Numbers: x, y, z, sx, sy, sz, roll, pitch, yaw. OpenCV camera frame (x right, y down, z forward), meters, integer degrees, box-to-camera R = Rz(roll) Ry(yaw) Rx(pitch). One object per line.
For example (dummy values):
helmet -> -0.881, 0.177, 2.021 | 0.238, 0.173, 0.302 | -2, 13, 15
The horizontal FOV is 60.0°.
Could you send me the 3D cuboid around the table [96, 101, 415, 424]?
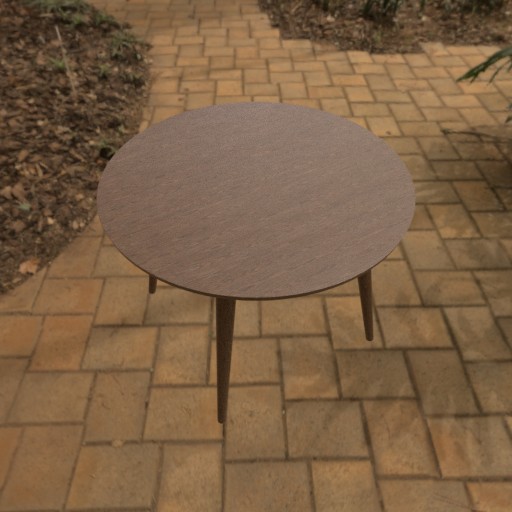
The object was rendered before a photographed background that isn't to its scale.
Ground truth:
table -> 0.000, 0.000, 1.791 | 1.053, 0.786, 1.053 | 0, 46, 0
